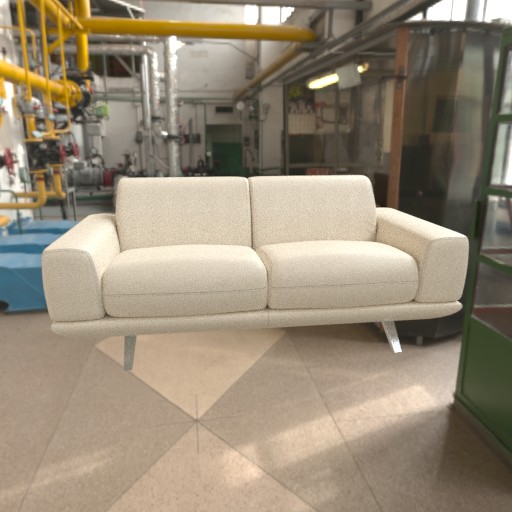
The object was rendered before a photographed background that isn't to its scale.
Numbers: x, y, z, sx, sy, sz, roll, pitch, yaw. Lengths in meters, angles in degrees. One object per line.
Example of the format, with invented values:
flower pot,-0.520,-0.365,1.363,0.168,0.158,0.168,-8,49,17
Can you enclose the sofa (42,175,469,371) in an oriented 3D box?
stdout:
sofa,0.000,0.000,2.356,1.901,0.772,0.900,-2,15,-7
